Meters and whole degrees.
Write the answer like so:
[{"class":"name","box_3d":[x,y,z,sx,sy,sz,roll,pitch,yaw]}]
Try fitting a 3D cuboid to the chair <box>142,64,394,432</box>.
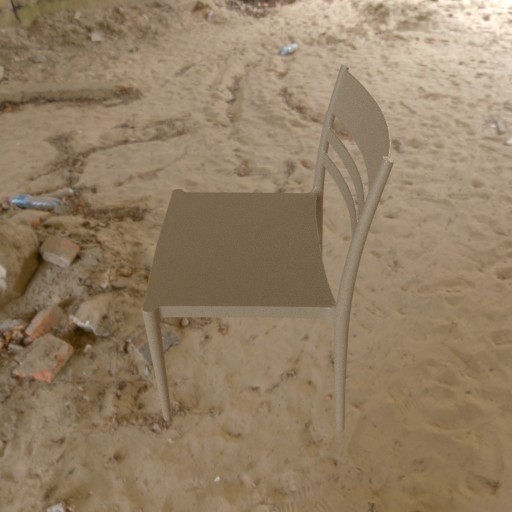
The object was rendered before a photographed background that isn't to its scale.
[{"class":"chair","box_3d":[0.000,0.000,1.136,0.511,0.800,0.531,0,41,0]}]
